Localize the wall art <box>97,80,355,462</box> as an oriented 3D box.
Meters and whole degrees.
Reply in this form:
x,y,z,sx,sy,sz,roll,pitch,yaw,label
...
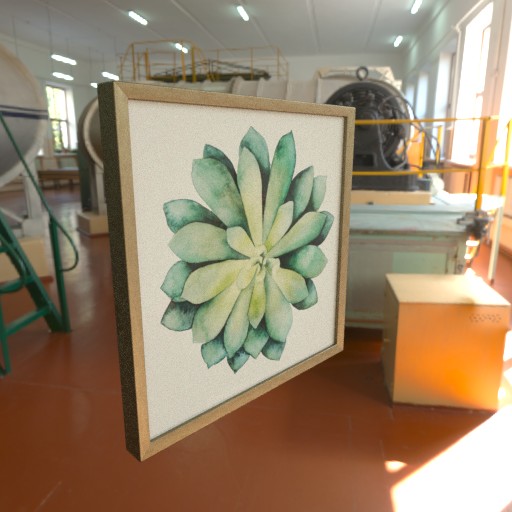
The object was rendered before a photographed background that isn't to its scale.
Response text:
x,y,z,sx,sy,sz,roll,pitch,yaw,label
0.000,0.000,0.751,0.040,0.506,0.503,13,19,43,wall art
